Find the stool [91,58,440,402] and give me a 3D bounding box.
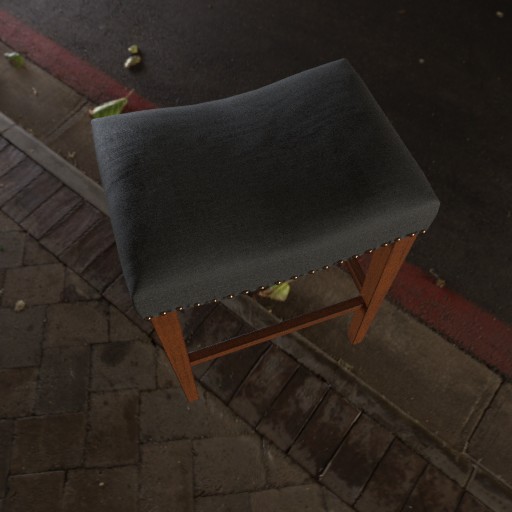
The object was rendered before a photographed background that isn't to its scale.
[{"bbox_3d":[0.000,0.000,0.860,0.439,0.612,0.320,-17,63,-9],"label":"stool"}]
